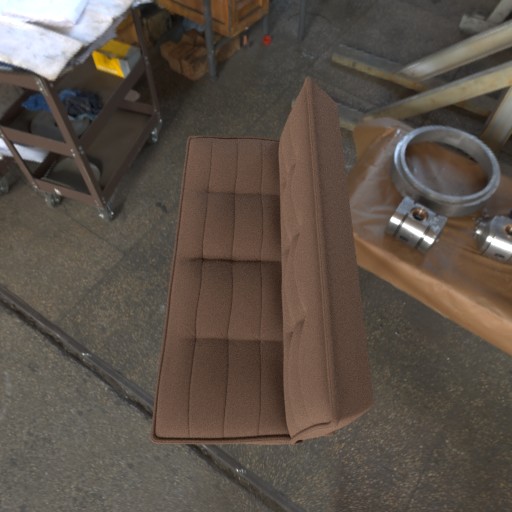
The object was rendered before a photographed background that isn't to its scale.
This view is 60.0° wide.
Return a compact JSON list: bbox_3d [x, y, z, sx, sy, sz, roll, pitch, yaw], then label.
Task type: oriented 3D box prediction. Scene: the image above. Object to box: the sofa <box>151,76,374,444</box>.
[{"bbox_3d":[0.000,0.000,2.463,0.950,0.890,1.940,1,59,0],"label":"sofa"}]
